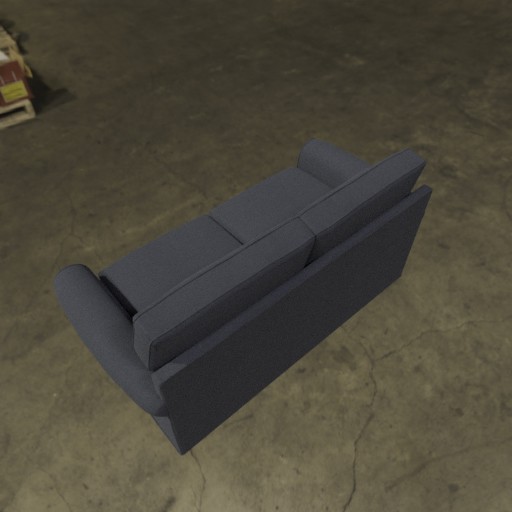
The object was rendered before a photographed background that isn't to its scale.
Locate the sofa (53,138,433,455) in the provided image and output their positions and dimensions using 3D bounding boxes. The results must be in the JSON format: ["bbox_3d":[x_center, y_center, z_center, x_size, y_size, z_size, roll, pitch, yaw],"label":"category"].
[{"bbox_3d":[0.000,0.000,2.521,2.009,1.031,0.951,-33,55,-26],"label":"sofa"}]
